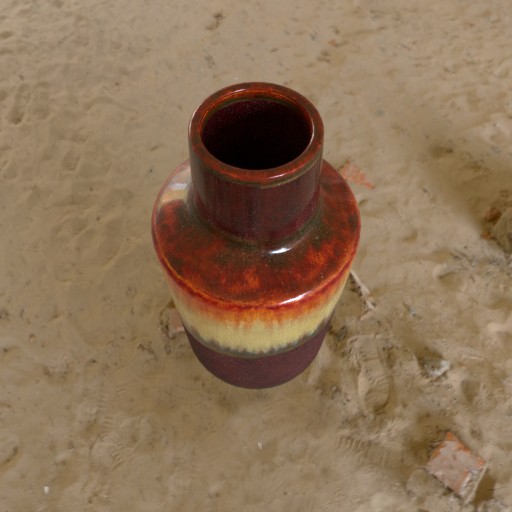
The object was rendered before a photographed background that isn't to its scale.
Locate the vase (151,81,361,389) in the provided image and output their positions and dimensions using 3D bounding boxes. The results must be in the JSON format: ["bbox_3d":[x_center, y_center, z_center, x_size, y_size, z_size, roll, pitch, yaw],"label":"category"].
[{"bbox_3d":[0.000,0.000,0.262,0.108,0.204,0.108,0,60,0],"label":"vase"}]
